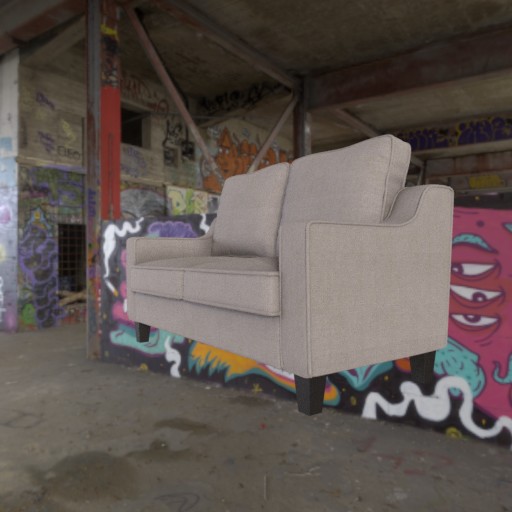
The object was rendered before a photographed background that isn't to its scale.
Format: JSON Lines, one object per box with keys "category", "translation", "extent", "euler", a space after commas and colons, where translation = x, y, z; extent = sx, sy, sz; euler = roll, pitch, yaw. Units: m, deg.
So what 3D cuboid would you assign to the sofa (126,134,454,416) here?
{"category": "sofa", "translation": [0.000, 0.000, 2.066], "extent": [0.791, 0.948, 1.500], "euler": [0, 0, -35]}
